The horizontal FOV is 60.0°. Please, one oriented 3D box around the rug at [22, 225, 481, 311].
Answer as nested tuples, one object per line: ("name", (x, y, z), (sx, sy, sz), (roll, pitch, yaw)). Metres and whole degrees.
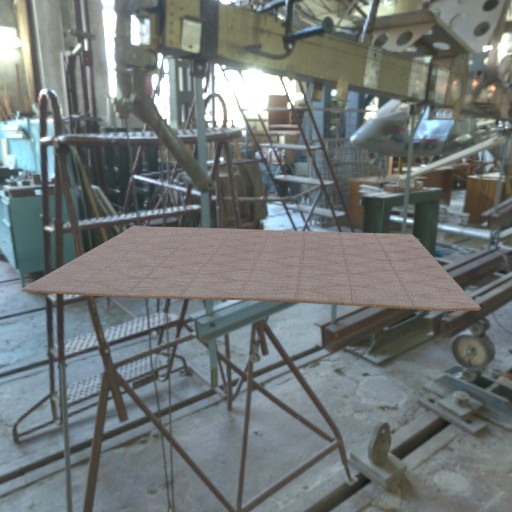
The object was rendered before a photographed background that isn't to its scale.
("rug", (0.000, 0.000, 2.315), (1.837, 0.025, 1.230), (2, 17, 7))
